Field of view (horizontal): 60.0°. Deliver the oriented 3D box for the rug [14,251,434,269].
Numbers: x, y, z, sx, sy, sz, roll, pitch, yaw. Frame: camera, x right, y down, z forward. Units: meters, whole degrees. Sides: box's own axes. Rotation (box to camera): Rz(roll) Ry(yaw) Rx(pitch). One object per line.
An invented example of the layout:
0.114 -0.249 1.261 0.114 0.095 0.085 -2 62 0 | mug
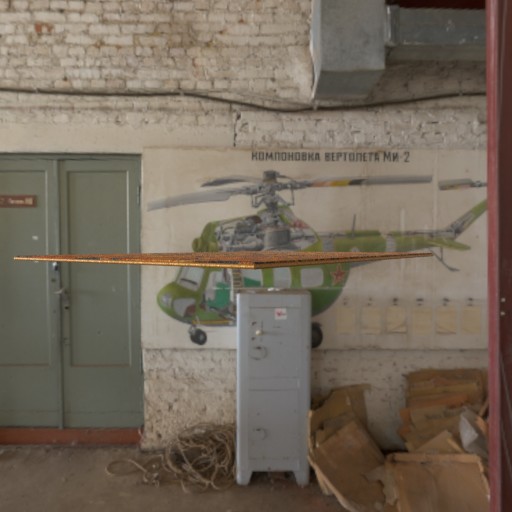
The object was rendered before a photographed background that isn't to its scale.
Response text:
0.000 0.000 2.780 1.588 0.024 2.204 1 2 36 | rug
